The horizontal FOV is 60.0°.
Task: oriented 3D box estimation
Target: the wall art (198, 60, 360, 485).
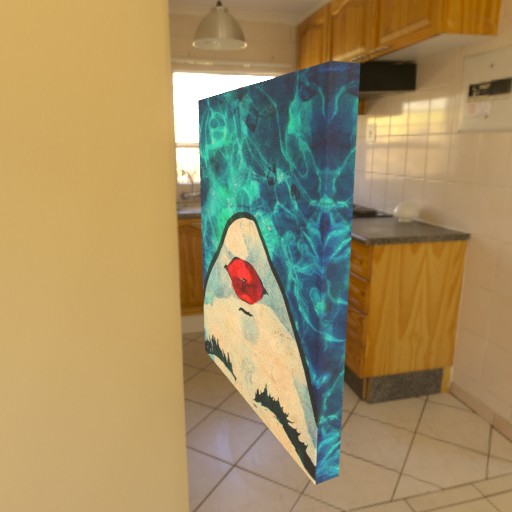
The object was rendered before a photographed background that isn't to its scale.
[{"bbox_3d":[0.000,0.000,0.707,0.038,0.508,0.432,-6,15,-25],"label":"wall art"}]
